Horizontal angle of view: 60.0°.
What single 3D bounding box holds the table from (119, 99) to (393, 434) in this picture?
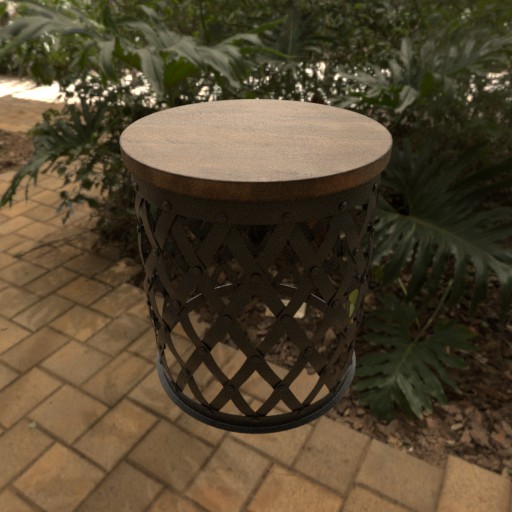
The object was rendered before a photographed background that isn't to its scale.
[{"bbox_3d":[0.000,0.000,0.797,0.405,0.454,0.405,0,32,0],"label":"table"}]
